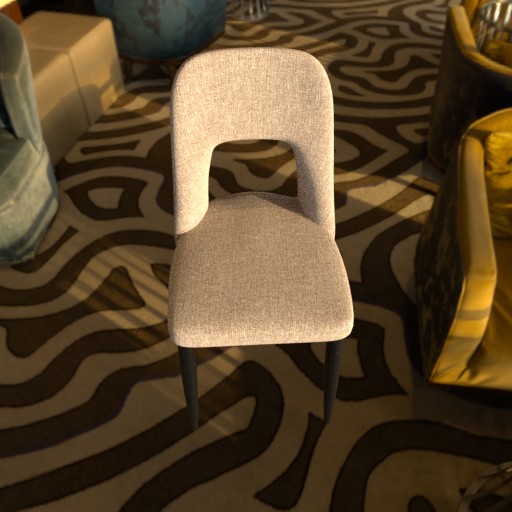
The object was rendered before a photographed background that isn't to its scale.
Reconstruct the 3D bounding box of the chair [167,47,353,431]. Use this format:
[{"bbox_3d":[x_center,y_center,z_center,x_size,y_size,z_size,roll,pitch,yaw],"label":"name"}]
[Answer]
[{"bbox_3d":[0.000,0.000,1.258,0.470,0.931,0.612,-2,47,-2],"label":"chair"}]
